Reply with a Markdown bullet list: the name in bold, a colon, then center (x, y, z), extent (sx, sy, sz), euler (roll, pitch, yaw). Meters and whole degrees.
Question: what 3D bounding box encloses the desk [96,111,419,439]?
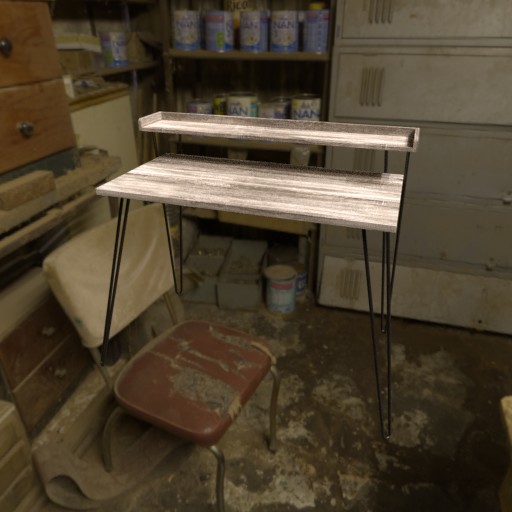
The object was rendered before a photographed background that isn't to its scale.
- **desk**: center (0.000, 0.000, 1.664), extent (1.135, 0.899, 0.605), euler (9, 29, 16)
